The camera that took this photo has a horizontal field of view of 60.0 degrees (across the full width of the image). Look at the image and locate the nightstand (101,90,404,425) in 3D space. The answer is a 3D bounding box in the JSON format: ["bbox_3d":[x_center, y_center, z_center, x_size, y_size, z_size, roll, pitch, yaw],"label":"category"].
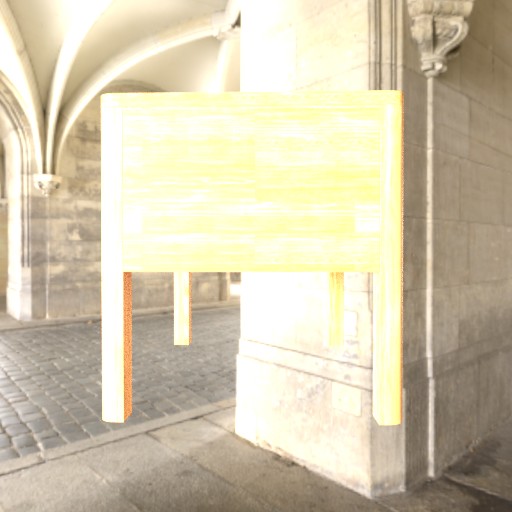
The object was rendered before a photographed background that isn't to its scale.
[{"bbox_3d":[0.000,0.000,0.908,0.440,0.470,0.560,0,1,2],"label":"nightstand"}]
